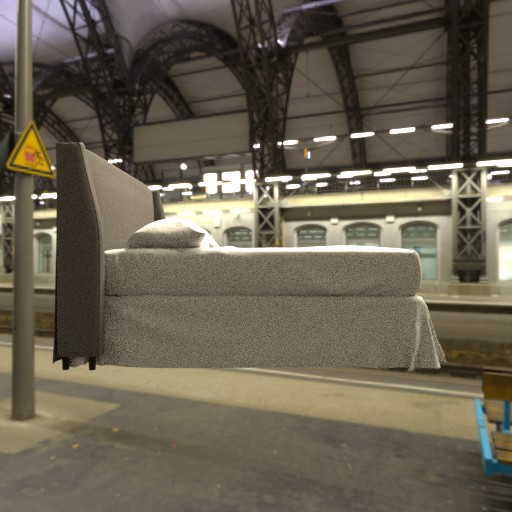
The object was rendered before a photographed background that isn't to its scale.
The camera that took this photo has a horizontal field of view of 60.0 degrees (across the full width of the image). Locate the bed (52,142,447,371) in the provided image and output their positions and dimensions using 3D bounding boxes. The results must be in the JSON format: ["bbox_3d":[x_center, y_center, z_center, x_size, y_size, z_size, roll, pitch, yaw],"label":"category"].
[{"bbox_3d":[0.000,0.000,3.439,2.276,1.332,1.925,0,0,1],"label":"bed"}]
